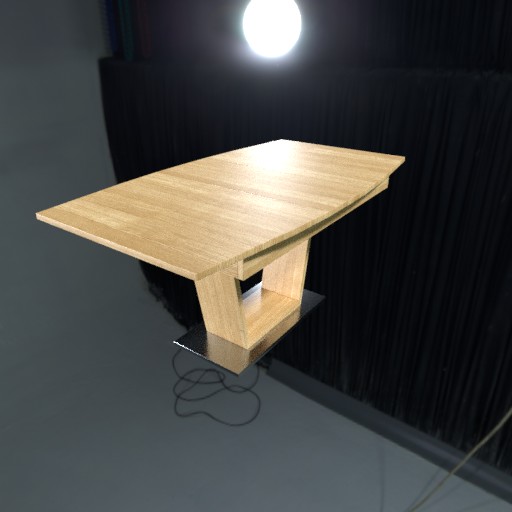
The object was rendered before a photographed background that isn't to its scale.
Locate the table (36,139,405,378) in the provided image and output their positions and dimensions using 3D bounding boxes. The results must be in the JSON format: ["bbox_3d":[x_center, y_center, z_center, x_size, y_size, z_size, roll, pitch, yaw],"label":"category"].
[{"bbox_3d":[0.000,0.000,2.114,0.900,0.748,1.598,18,31,32],"label":"table"}]
